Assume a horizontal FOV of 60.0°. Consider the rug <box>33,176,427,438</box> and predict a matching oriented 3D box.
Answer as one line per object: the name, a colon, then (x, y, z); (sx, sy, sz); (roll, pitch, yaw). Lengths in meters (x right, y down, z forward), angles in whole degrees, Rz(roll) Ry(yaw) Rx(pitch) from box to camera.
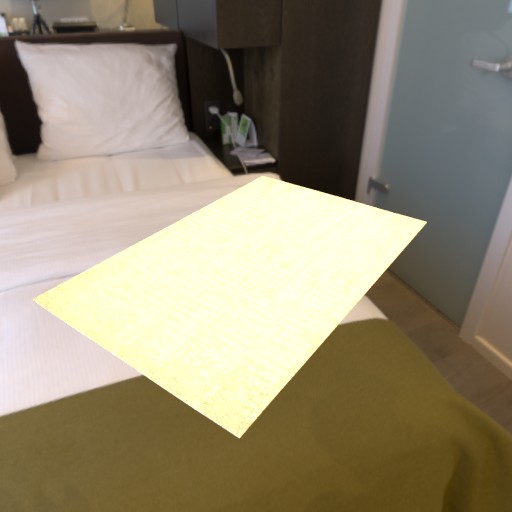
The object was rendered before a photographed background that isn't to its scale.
rug: (0.000, 0.000, 2.355); (1.211, 0.007, 1.827); (22, 39, 30)
